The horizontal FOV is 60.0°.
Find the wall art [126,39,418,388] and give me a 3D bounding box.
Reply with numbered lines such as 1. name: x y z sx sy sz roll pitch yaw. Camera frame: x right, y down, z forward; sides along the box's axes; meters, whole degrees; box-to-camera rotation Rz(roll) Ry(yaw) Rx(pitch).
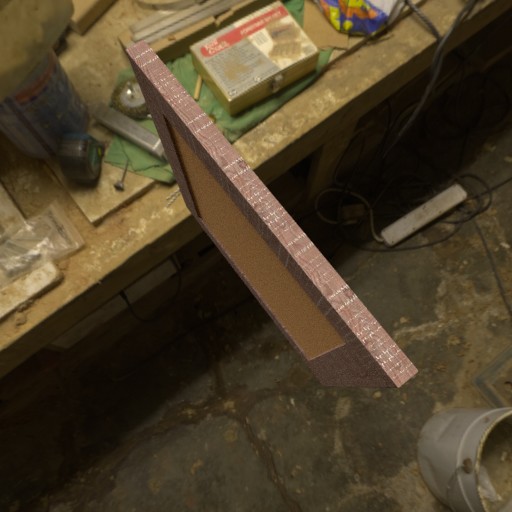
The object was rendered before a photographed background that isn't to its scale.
1. wall art: 0.000 0.000 0.778 0.029 0.531 0.531 -36 77 -10
